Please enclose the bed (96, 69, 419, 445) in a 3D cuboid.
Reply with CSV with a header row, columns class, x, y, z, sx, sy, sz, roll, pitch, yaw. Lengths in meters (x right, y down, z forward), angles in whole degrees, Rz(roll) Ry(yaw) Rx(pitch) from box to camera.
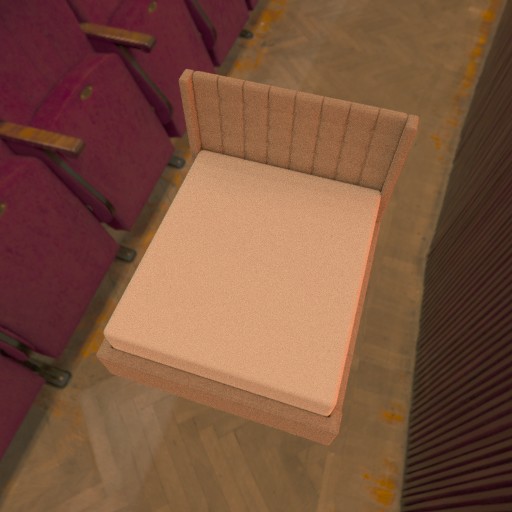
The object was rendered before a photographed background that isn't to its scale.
class,x,y,z,sx,sy,sz,roll,pitch,yaw
bed,0.000,0.000,3.889,2.045,1.743,2.370,15,59,9
